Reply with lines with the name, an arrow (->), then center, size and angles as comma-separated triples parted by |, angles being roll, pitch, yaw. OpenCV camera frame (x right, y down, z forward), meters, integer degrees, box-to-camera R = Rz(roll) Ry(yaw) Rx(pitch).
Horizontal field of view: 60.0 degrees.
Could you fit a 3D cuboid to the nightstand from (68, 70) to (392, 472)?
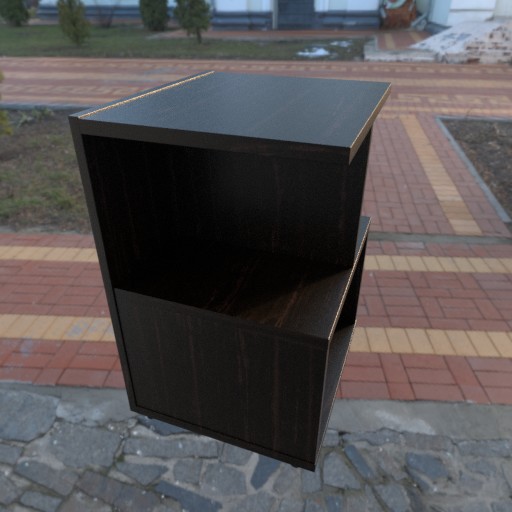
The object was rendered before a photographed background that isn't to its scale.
nightstand -> 0.000, 0.000, 0.806 | 0.356, 0.559, 0.400 | 11, 33, 18
